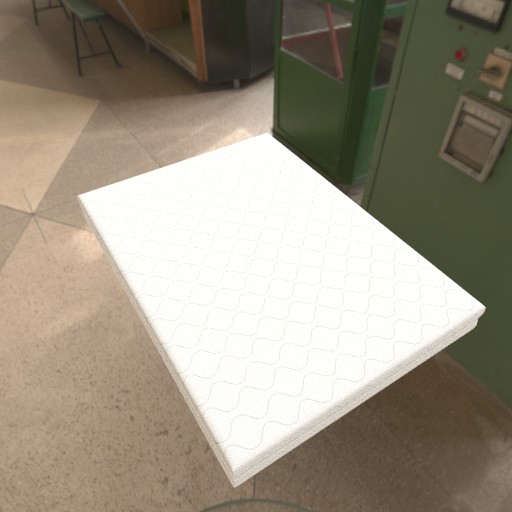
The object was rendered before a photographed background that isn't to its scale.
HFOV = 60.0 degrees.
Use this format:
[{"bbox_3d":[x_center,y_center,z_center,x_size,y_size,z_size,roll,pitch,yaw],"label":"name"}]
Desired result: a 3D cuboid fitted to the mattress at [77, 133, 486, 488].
[{"bbox_3d":[0.000,0.000,2.467,1.400,0.200,1.900,-24,50,-22],"label":"mattress"}]
